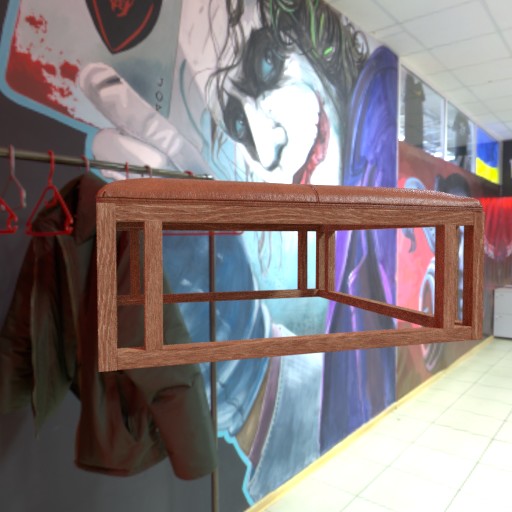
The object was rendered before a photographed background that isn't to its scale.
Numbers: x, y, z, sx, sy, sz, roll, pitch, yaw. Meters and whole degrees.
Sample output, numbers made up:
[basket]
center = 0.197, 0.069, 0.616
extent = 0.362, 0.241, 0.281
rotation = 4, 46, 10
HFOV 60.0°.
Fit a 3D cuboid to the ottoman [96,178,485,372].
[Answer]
[ottoman]
center = 0.000, 0.000, 1.555
extent = 1.016, 0.442, 1.013
rotation = -1, 2, -17
